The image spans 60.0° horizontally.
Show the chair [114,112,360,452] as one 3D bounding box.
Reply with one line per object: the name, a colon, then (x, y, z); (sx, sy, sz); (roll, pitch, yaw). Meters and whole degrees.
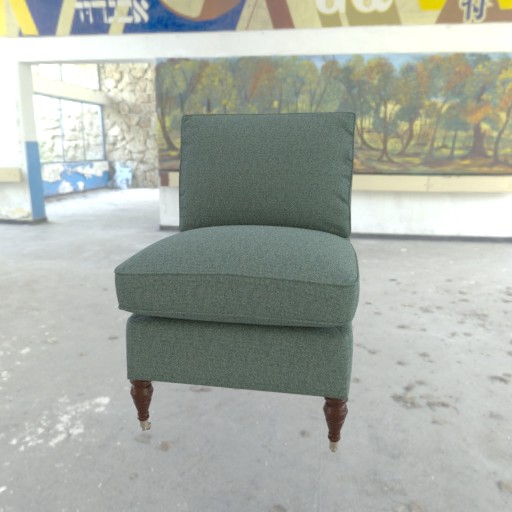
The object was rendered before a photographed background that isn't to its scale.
chair: (0.000, 0.000, 1.414); (0.624, 0.901, 0.796); (2, 14, 10)
